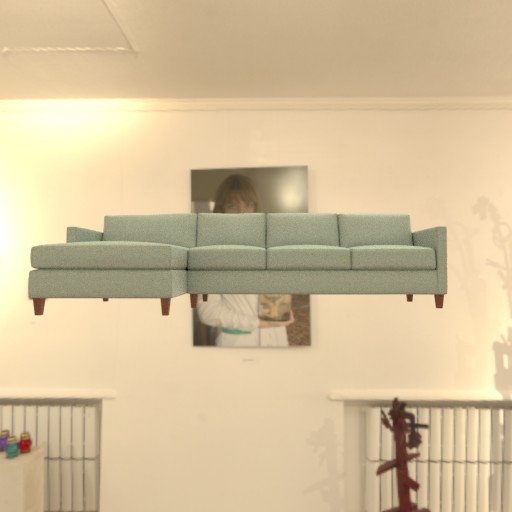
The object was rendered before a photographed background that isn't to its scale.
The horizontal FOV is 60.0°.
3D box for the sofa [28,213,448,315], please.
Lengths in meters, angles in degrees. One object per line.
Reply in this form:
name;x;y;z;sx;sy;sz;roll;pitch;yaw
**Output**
sofa;0.000;0.000;4.133;3.470;0.953;1.600;0;-2;1
